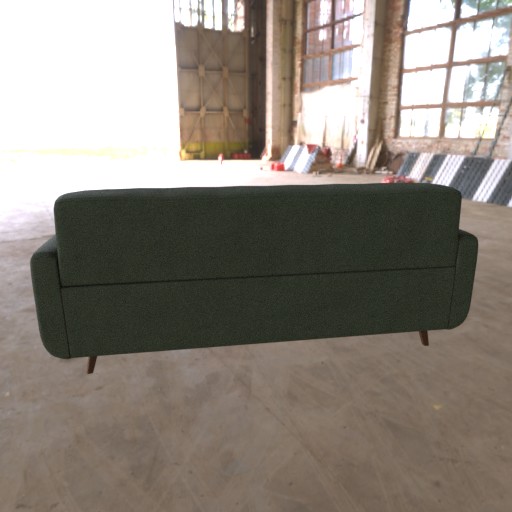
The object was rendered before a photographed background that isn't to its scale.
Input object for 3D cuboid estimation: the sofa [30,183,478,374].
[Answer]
[{"bbox_3d":[0.000,0.000,2.427,2.029,0.841,0.909,-3,16,-9],"label":"sofa"}]
